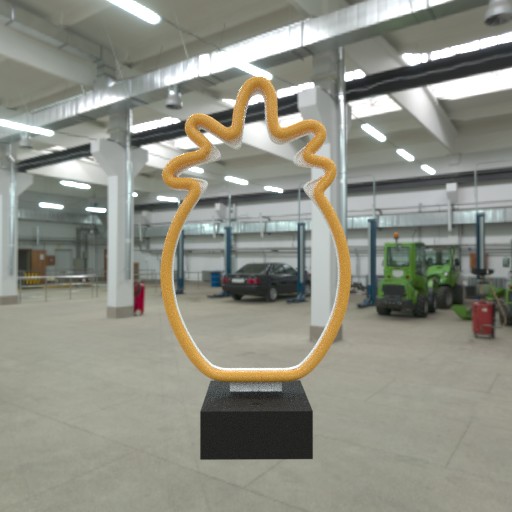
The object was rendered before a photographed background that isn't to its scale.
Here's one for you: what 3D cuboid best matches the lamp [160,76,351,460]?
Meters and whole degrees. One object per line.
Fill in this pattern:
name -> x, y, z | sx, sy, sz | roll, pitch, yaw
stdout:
lamp -> 0.000, 0.000, 0.390 | 0.167, 0.317, 0.088 | 0, 0, -1
